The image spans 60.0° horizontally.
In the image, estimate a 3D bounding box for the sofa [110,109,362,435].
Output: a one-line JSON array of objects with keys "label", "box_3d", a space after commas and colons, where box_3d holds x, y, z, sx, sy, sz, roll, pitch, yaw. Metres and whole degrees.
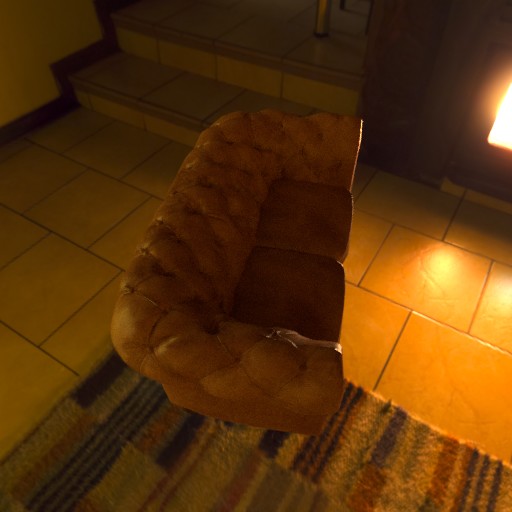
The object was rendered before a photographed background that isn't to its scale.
[{"label": "sofa", "box_3d": [0.000, 0.000, 2.529, 1.042, 0.877, 1.979, 9, 48, 8]}]
